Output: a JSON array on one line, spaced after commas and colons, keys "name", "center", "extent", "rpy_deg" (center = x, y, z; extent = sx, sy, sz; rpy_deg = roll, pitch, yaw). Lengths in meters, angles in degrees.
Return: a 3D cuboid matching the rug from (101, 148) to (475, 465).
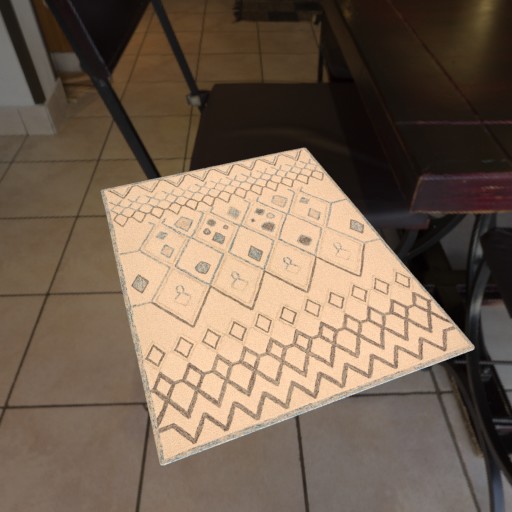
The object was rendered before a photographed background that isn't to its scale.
[{"name": "rug", "center": [0.000, 0.000, 4.095], "extent": [2.441, 0.013, 3.056], "rpy_deg": [-15, 47, -14]}]
